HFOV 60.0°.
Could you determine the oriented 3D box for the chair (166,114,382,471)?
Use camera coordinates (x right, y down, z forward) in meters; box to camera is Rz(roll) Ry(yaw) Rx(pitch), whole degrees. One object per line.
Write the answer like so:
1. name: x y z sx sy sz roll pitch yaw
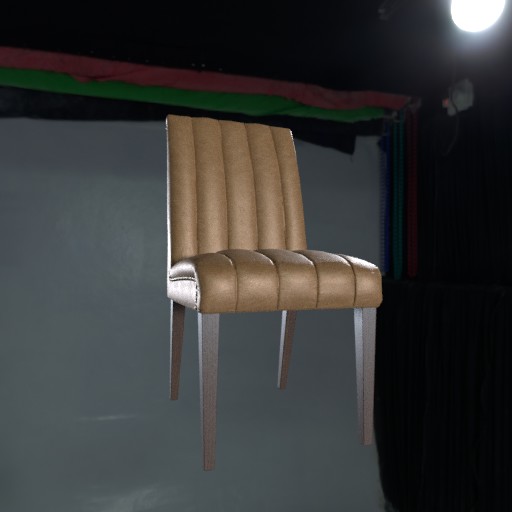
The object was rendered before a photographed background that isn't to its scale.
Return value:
1. chair: 0.000 0.000 1.379 0.511 1.016 0.647 0 -1 -19
